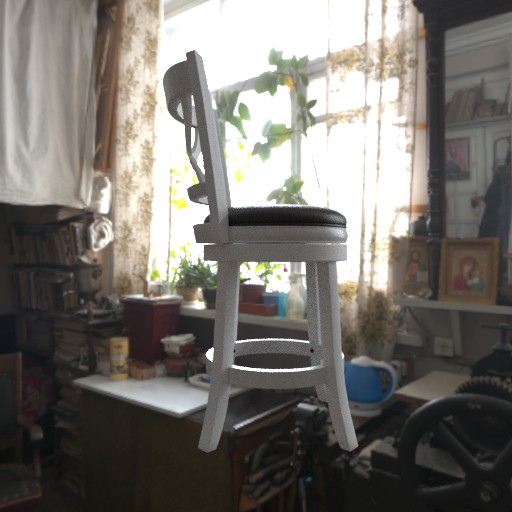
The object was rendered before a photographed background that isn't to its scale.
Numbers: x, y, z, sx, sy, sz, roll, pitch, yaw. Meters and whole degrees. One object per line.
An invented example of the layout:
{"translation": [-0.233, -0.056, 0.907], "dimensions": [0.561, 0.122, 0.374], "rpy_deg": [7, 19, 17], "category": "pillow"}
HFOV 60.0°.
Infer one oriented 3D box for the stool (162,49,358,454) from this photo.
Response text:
{"translation": [0.000, 0.000, 1.243], "dimensions": [0.508, 0.953, 0.444], "rpy_deg": [0, 1, -1], "category": "stool"}
